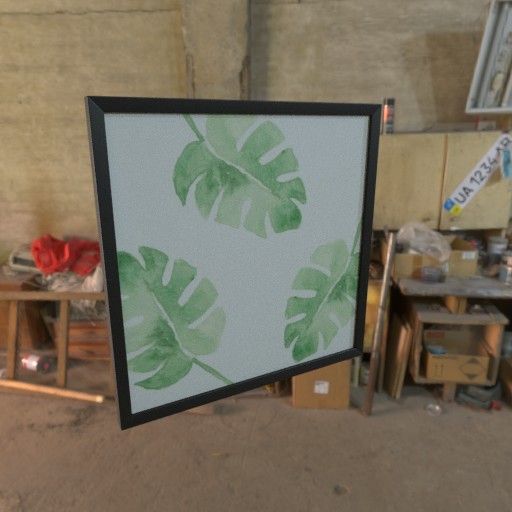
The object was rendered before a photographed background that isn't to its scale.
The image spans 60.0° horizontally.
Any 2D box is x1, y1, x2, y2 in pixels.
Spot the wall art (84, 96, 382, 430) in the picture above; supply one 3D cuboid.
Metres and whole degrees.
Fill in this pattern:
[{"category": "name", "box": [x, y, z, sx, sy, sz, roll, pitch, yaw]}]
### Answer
[{"category": "wall art", "box": [0.000, 0.000, 1.157, 0.765, 0.765, 0.038, -9, 19, -28]}]
